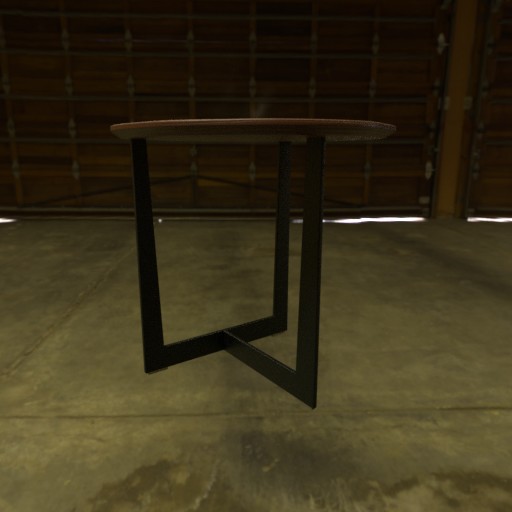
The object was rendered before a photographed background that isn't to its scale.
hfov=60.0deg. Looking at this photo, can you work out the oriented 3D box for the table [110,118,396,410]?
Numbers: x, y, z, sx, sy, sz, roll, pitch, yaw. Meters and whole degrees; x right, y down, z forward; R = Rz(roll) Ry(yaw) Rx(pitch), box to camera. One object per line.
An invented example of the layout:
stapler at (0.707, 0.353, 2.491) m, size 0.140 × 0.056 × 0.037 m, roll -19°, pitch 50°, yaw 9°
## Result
table at (0.000, 0.000, 0.858) m, size 0.494 × 0.476 × 0.477 m, roll 12°, pitch 18°, yaw 42°
